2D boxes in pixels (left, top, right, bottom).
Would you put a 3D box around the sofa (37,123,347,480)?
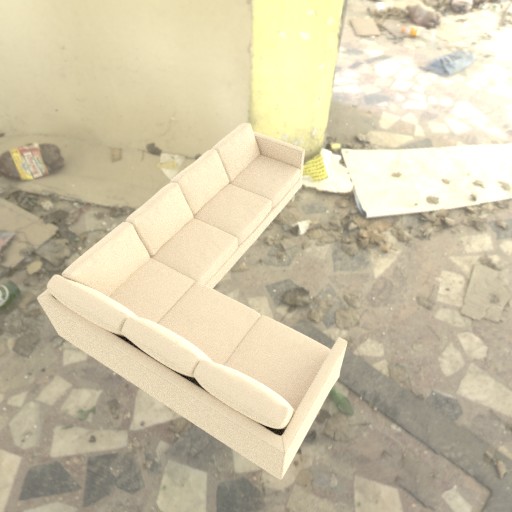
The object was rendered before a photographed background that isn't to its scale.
[{"bbox_3d":[0.000,0.000,4.398,2.432,0.863,3.182,24,52,21],"label":"sofa"}]
